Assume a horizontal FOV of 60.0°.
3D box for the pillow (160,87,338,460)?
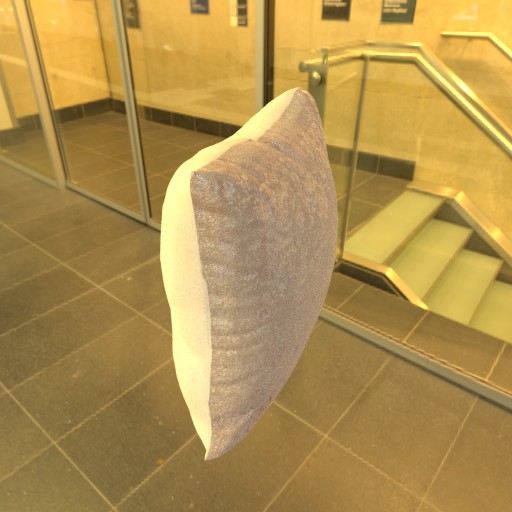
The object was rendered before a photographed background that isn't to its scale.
[{"bbox_3d":[0.000,0.000,0.717,0.245,0.448,0.450,11,33,18],"label":"pillow"}]
